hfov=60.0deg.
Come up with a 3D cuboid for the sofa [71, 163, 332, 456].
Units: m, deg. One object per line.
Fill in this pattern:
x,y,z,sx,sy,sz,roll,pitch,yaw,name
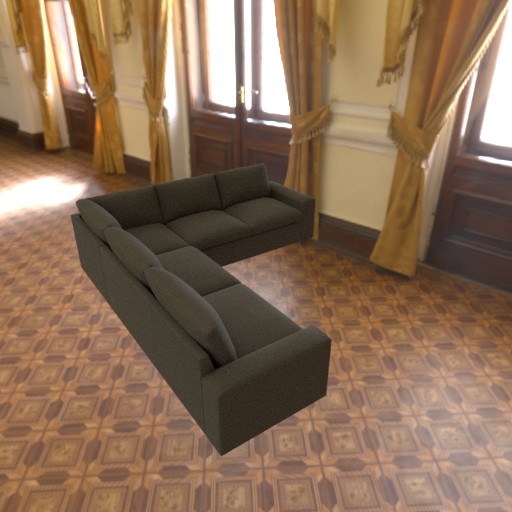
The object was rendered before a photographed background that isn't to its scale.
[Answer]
0.000,0.000,4.753,2.895,0.965,3.277,-18,32,-31,sofa
